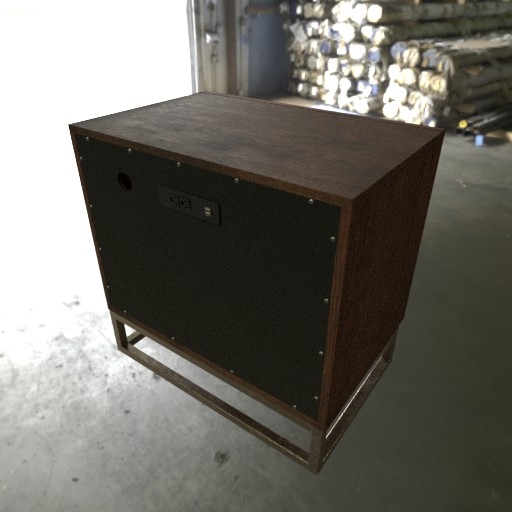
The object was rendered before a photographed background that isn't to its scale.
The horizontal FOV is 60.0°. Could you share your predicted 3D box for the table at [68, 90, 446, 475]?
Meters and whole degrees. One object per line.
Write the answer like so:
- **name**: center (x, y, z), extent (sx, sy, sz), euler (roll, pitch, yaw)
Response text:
- **table**: center (0.000, 0.000, 1.274), extent (0.767, 0.746, 0.542), euler (21, 37, 30)
